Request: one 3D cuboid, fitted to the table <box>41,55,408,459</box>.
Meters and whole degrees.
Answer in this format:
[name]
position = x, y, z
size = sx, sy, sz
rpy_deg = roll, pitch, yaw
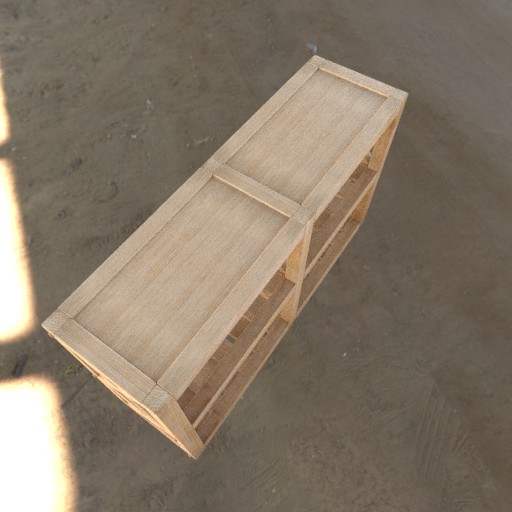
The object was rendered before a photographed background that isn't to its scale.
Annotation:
[table]
position = 0.000, 0.000, 1.637
size = 0.381, 0.762, 1.320
rpy_deg = 31, 63, 17
